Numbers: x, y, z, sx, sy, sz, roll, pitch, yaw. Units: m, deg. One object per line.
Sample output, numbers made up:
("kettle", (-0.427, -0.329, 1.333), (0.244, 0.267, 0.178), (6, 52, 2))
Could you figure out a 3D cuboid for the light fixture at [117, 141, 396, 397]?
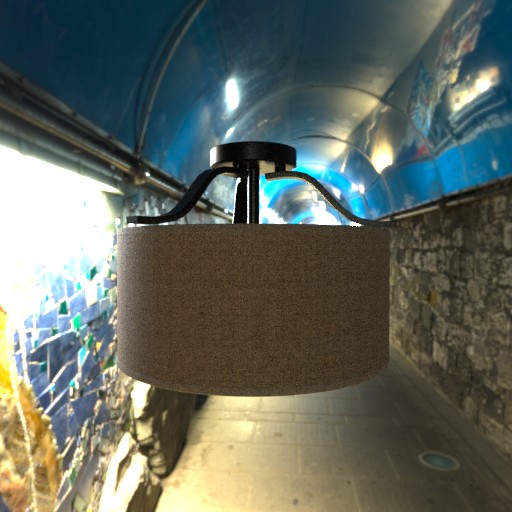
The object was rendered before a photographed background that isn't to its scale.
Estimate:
("light fixture", (0.000, 0.000, 0.649), (0.390, 0.306, 0.390), (0, 1, 0))
